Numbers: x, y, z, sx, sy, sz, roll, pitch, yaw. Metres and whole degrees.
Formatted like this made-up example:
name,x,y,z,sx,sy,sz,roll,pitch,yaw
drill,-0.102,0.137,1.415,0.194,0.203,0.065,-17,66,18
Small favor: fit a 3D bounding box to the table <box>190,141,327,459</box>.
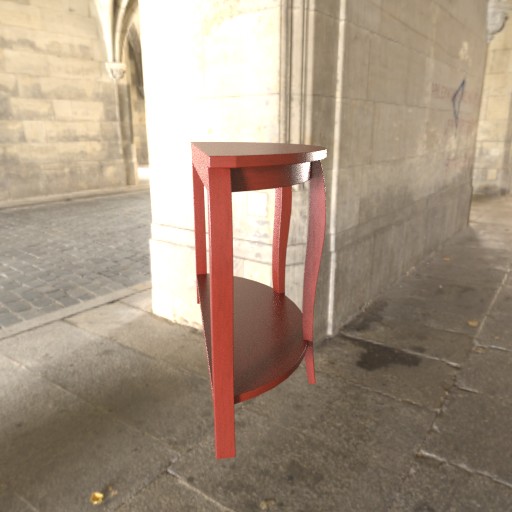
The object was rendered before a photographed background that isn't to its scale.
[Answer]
name,x,y,z,sx,sy,sz,roll,pitch,yaw
table,0.000,0.000,1.612,0.405,0.779,1.219,-3,16,-9
